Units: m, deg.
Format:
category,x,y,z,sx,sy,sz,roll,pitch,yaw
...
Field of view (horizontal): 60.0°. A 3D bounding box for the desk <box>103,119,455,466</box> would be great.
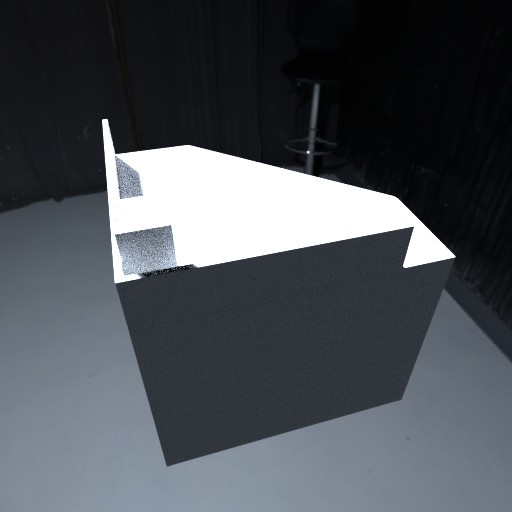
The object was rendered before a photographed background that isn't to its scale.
category,x,y,z,sx,sy,sz,roll,pitch,yaw
desk,0.000,0.000,1.709,0.940,0.986,0.940,-11,41,-13
